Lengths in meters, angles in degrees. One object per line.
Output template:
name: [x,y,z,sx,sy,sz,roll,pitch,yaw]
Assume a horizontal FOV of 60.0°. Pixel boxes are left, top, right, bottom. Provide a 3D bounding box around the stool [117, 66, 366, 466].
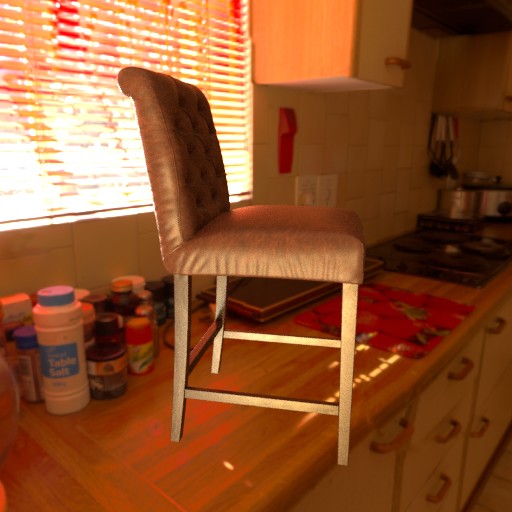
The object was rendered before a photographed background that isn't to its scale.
stool: [0.000,0.000,1.407,0.660,1.084,0.486,3,14,11]
